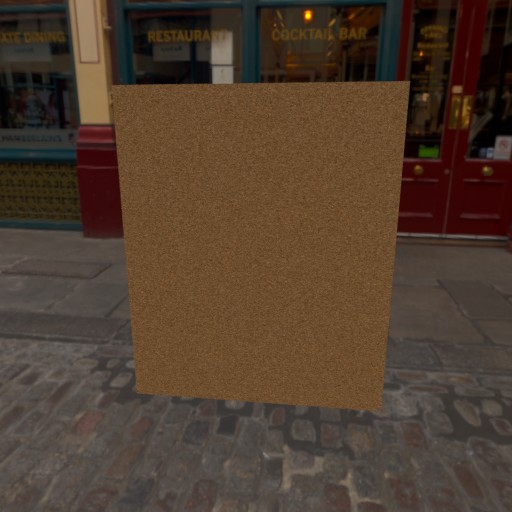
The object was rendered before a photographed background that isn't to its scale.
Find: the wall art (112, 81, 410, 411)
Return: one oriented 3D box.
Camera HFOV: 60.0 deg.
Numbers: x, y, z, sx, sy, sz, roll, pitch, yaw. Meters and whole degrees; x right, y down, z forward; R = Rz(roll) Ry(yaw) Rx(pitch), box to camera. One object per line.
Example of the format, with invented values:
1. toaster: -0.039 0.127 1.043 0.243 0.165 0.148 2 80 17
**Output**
1. wall art: 0.000 0.000 0.781 0.467 0.567 0.033 2 16 7
